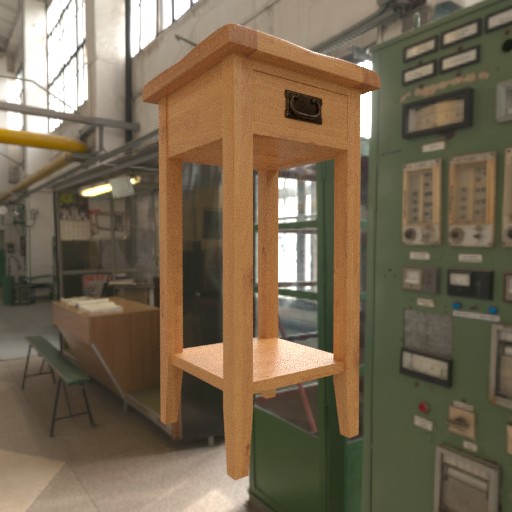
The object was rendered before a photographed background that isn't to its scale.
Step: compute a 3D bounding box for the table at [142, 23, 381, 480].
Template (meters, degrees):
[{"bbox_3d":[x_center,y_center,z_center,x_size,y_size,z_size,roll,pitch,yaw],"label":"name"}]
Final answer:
[{"bbox_3d":[0.000,0.000,0.943,0.360,0.740,0.360,-1,2,-36],"label":"table"}]
